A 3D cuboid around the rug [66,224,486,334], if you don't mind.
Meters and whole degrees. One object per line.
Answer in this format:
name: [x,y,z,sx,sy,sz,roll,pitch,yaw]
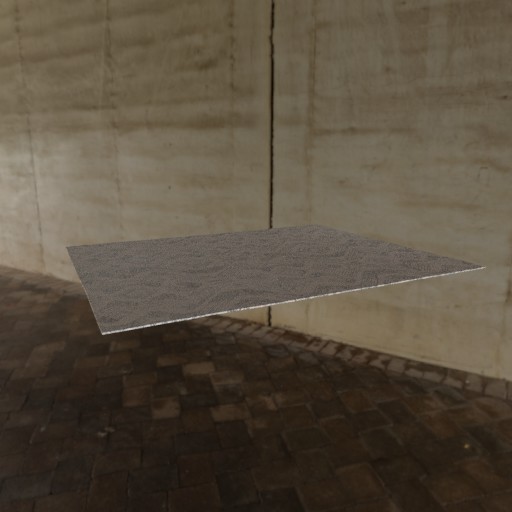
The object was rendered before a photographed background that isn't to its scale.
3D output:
rug: [0.000,0.000,4.053,3.054,0.030,2.430,-7,15,-26]
